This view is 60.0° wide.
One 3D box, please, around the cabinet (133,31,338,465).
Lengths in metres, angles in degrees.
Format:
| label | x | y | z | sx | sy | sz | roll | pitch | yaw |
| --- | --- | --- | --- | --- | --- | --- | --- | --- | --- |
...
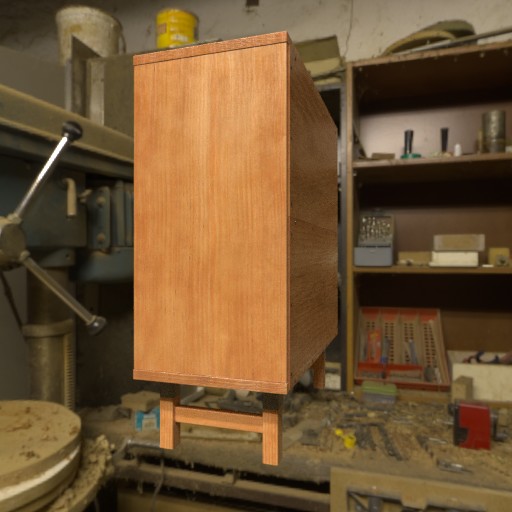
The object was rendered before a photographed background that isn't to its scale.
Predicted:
| label | x | y | z | sx | sy | sz | roll | pitch | yaw |
| --- | --- | --- | --- | --- | --- | --- | --- | --- | --- |
| cabinet | 0.000 | 0.000 | 1.428 | 0.419 | 1.001 | 0.800 | 0 | 0 | 18 |
